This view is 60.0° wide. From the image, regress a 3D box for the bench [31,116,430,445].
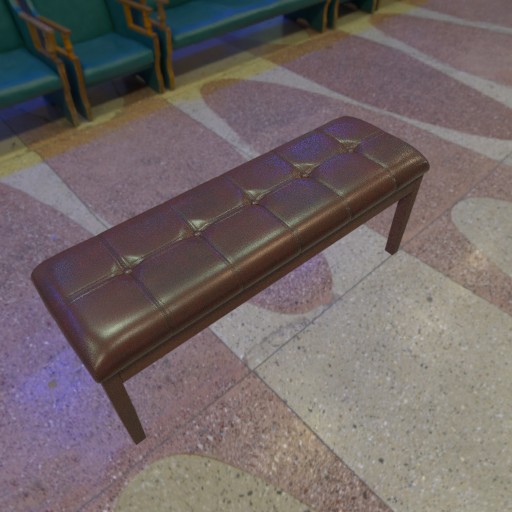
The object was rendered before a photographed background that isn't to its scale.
[{"bbox_3d":[0.000,0.000,1.488,1.259,0.491,0.401,-31,54,-26],"label":"bench"}]
